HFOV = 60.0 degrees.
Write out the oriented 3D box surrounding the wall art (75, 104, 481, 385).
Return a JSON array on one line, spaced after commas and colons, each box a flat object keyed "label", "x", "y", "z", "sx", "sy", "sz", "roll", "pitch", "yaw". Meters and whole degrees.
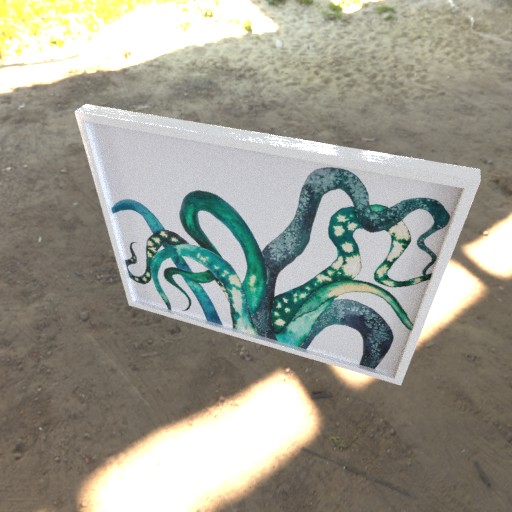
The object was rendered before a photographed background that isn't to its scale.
[{"label": "wall art", "x": 0.000, "y": 0.000, "z": 1.360, "sx": 1.041, "sy": 0.787, "sz": 0.053, "roll": 14, "pitch": 43, "yaw": 15}]
